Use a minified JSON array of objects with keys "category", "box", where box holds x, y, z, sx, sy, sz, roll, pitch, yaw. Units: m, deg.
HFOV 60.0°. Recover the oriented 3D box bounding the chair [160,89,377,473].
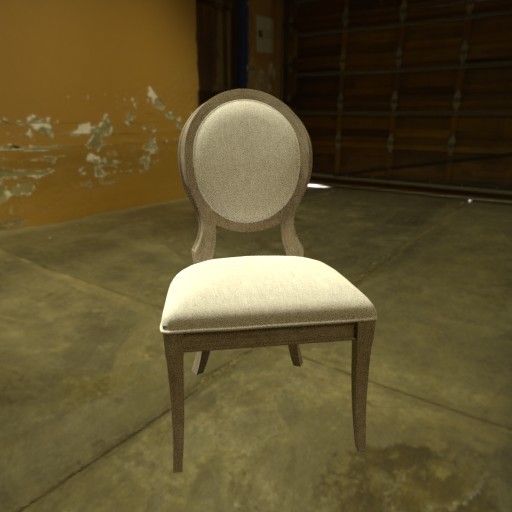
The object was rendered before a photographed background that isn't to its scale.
[{"category":"chair","box":[0.000,0.000,1.348,0.558,0.990,0.602,-2,17,-8]}]
